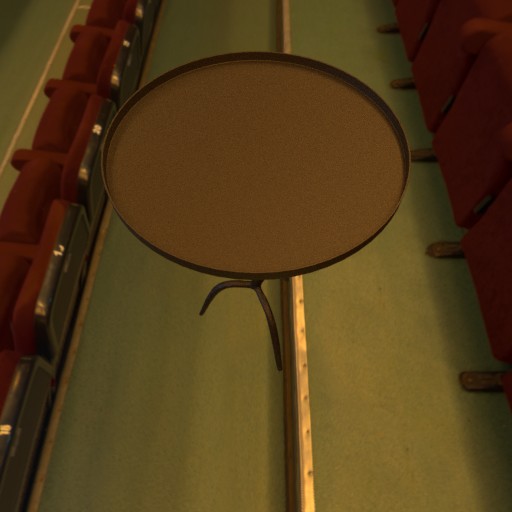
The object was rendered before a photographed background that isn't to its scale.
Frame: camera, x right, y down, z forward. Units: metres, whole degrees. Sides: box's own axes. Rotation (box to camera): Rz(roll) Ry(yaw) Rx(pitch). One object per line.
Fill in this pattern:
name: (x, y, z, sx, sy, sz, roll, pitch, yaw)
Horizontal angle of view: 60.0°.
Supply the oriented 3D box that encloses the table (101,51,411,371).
table: (0.000, 0.000, 1.024, 0.502, 0.700, 0.502, 0, 57, 0)
